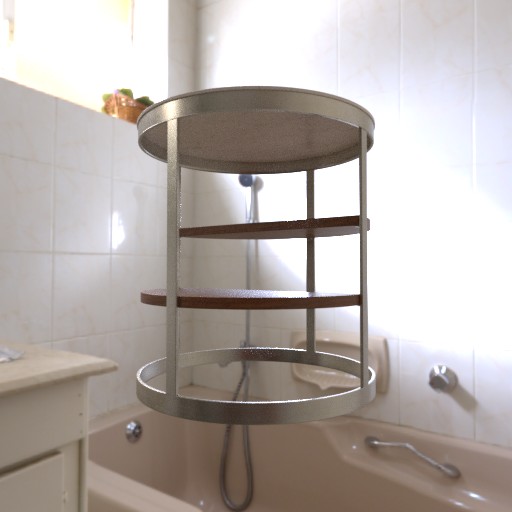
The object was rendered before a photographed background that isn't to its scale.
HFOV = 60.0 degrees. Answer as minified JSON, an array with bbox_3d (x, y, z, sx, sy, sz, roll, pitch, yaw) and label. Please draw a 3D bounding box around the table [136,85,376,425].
[{"bbox_3d":[0.000,0.000,0.777,0.407,0.447,0.407,0,-2,0],"label":"table"}]
